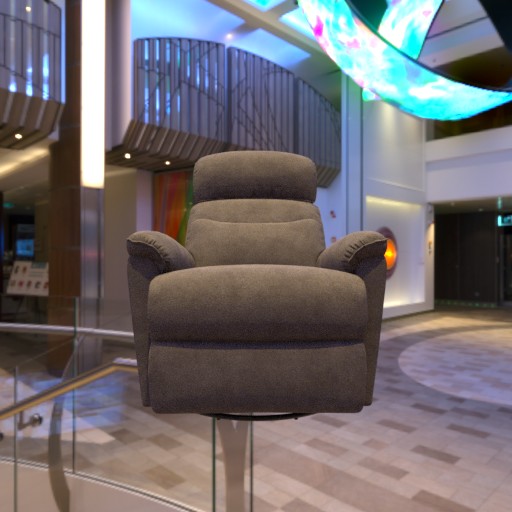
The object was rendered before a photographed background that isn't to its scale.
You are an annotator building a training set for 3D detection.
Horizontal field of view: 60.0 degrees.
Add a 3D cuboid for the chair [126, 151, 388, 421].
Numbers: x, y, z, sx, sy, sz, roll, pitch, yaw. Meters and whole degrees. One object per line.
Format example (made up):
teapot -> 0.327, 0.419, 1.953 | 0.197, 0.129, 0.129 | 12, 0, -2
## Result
chair -> 0.000, 0.000, 1.777 | 0.830, 1.036, 1.009 | 0, 0, -1
